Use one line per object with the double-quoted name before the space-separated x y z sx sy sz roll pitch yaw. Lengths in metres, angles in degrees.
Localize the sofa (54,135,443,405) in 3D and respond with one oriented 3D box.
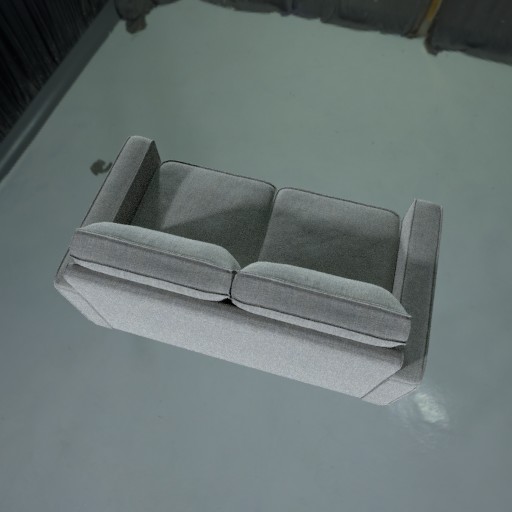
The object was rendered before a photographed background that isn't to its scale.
"sofa" 0.000 0.000 2.236 1.706 0.915 0.945 14 64 7
